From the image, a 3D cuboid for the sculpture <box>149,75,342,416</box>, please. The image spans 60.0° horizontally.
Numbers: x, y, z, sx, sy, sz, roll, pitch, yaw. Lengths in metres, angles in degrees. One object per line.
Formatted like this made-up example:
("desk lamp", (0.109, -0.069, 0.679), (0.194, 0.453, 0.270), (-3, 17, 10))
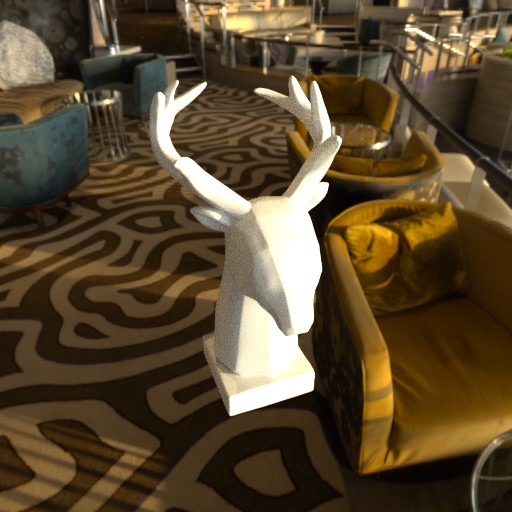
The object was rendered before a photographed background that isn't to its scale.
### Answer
("sculpture", (0.000, 0.000, 0.451), (0.174, 0.329, 0.224), (-11, 34, -18))
